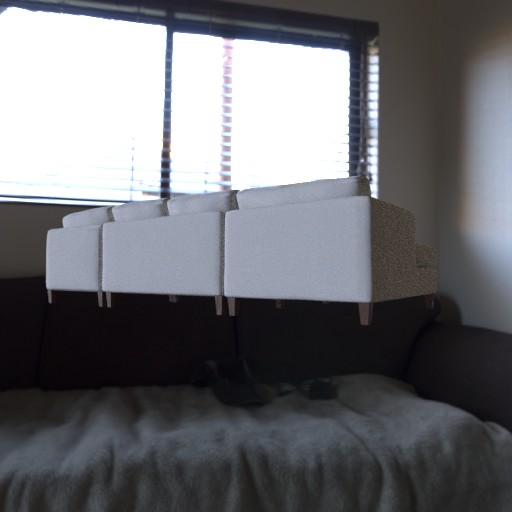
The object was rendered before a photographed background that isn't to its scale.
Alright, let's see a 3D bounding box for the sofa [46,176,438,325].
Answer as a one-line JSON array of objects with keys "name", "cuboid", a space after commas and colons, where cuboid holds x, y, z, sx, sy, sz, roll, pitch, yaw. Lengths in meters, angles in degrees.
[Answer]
[{"name": "sofa", "cuboid": [0.000, 0.000, 4.554, 3.459, 0.956, 2.593, -2, -3, 35]}]
